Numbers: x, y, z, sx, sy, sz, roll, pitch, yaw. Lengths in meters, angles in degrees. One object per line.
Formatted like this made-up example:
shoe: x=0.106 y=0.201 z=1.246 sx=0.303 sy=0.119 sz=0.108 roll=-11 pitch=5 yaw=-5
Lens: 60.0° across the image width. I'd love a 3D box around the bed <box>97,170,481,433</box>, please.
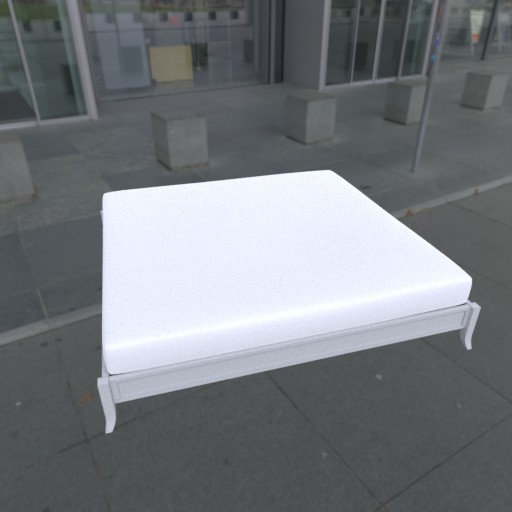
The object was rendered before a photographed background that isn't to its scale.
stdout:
bed: x=0.000 y=0.000 z=3.100 sx=2.108 sy=0.510 sz=2.007 roll=-9 pitch=32 yaw=-14
